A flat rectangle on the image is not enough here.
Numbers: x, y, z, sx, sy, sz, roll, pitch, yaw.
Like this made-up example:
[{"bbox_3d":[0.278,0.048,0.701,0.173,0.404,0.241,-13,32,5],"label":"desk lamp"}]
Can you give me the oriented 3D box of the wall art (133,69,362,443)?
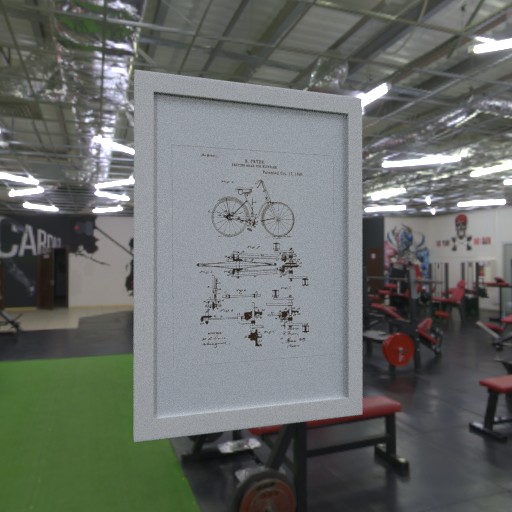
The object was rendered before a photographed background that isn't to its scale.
[{"bbox_3d":[0.000,0.000,0.624,0.332,0.477,0.015,0,0,-18],"label":"wall art"}]
